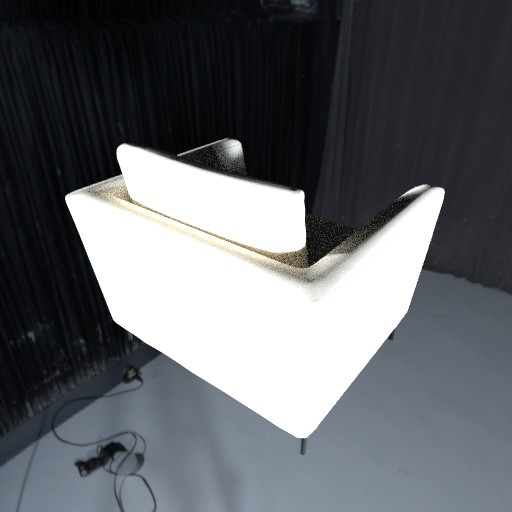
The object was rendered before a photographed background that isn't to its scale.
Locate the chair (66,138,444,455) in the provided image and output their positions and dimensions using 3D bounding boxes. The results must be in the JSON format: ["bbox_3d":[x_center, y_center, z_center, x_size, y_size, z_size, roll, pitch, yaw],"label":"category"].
[{"bbox_3d":[0.000,0.000,1.675,1.041,0.865,0.889,22,37,32],"label":"chair"}]
